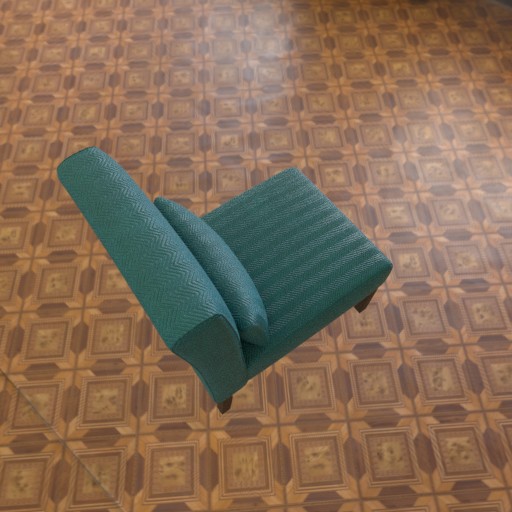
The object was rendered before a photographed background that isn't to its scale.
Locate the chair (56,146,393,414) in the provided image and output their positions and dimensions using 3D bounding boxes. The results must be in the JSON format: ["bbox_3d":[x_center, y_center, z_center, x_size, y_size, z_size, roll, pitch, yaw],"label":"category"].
[{"bbox_3d":[0.000,0.000,1.455,0.808,0.927,0.579,-32,65,-17],"label":"chair"}]
